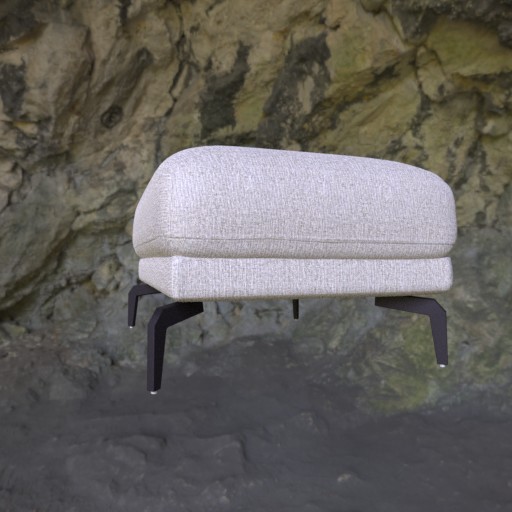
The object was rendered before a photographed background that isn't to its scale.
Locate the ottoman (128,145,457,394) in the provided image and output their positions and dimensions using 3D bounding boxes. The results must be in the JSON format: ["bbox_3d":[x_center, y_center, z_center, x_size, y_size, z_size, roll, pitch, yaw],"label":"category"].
[{"bbox_3d":[0.000,0.000,1.073,0.568,0.420,0.772,0,-1,-18],"label":"ottoman"}]
